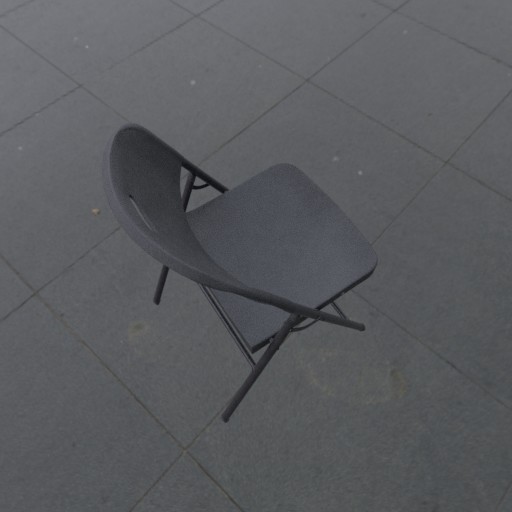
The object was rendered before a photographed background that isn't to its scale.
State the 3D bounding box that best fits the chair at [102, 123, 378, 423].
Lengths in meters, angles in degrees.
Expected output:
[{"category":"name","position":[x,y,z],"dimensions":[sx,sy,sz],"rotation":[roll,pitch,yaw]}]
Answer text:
[{"category":"chair","position":[0.000,0.000,1.170],"dimensions":[0.567,0.810,0.494],"rotation":[-29,64,-16]}]
